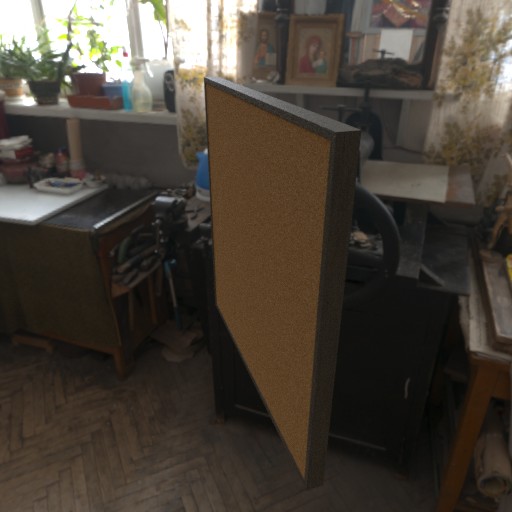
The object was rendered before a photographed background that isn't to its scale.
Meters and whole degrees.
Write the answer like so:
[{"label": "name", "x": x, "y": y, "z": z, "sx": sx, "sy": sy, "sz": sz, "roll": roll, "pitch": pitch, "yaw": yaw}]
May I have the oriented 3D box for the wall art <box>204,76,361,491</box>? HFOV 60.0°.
[{"label": "wall art", "x": 0.000, "y": 0.000, "z": 1.098, "sx": 0.039, "sy": 0.758, "sz": 0.758, "roll": -9, "pitch": 29, "yaw": -17}]
